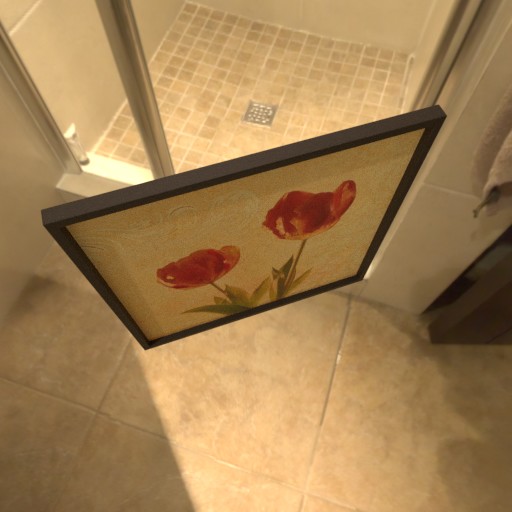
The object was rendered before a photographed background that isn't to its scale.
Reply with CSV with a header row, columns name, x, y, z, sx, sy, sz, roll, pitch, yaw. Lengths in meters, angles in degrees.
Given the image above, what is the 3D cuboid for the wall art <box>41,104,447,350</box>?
name,x,y,z,sx,sy,sz,roll,pitch,yaw
wall art,0.000,0.000,1.204,0.805,0.807,0.043,-17,64,-9
